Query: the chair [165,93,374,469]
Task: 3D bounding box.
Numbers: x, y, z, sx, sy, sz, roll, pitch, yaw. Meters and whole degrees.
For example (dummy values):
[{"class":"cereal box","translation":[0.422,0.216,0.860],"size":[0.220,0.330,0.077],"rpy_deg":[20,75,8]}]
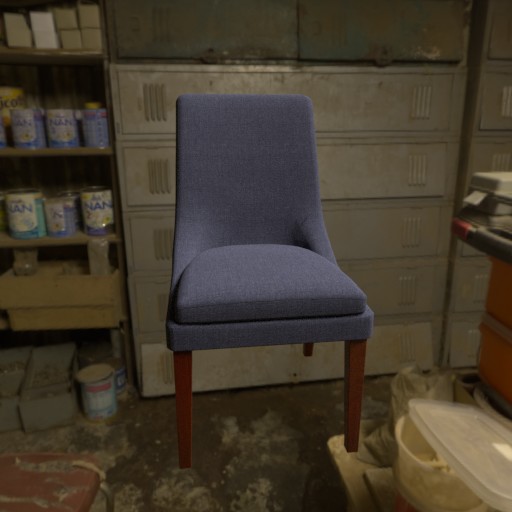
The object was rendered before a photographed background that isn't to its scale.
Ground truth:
[{"class":"chair","translation":[0.000,0.000,1.340],"size":[0.508,0.952,0.655],"rpy_deg":[-2,17,-7]}]
